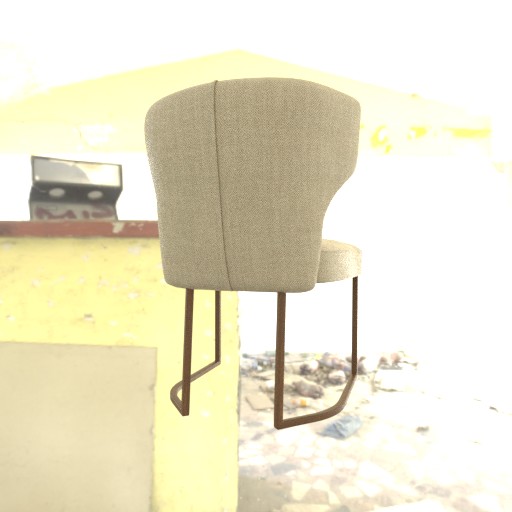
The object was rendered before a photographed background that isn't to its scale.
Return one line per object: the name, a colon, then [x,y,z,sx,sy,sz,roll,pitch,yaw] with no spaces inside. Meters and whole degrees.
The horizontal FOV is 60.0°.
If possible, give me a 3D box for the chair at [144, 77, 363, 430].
chair: [0.000,0.000,1.288,0.611,0.824,0.617,0,1,19]
